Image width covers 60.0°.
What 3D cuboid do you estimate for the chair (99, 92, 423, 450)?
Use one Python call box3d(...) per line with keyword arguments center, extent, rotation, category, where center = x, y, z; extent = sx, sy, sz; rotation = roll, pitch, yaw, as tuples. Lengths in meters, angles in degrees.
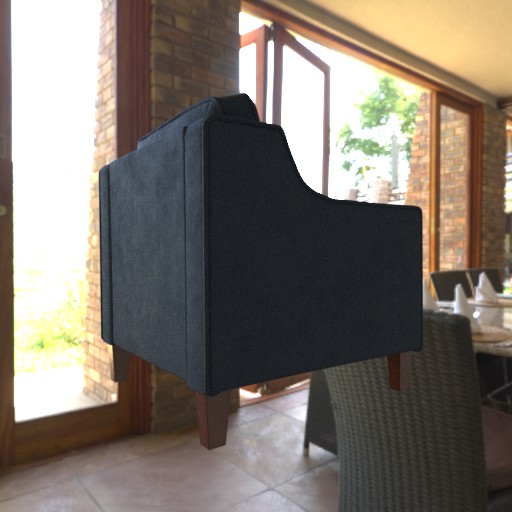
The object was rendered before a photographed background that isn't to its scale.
box3d(center=(0.000, 0.000, 1.654), extent=(0.909, 0.960, 0.831), rotation=(-1, 1, -36), category="chair")
